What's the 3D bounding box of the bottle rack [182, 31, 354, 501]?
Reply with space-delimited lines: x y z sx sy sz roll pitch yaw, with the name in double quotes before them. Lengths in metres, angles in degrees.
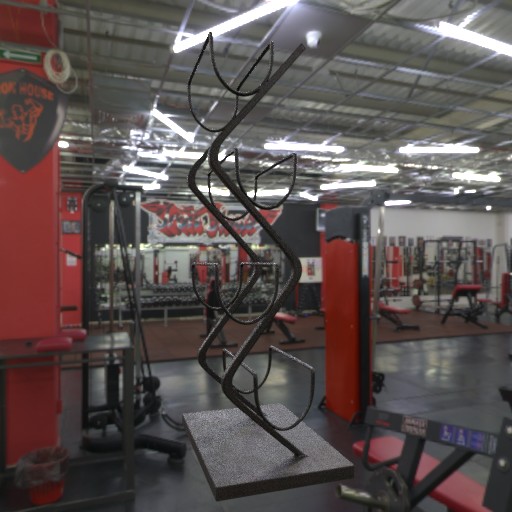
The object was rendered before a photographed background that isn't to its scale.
"bottle rack" 0.000 0.000 0.651 0.178 0.559 0.254 0 -1 -18
